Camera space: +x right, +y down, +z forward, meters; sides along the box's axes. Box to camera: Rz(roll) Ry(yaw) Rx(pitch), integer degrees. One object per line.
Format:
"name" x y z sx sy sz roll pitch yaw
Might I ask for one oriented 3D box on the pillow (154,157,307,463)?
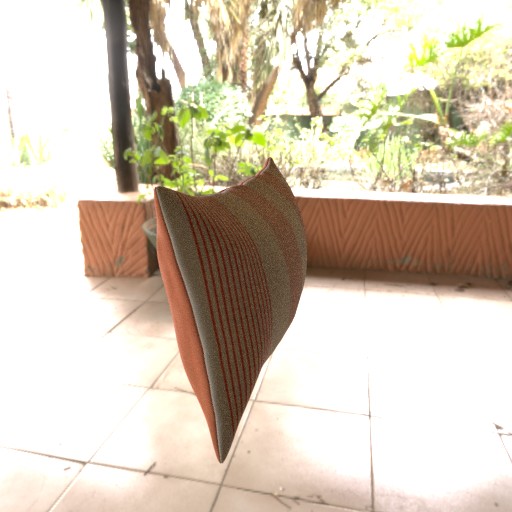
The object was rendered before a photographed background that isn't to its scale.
"pillow" 0.000 0.000 0.721 0.156 0.292 0.608 3 16 11
